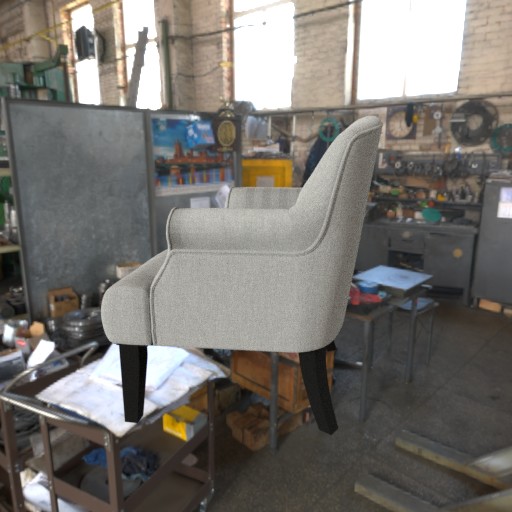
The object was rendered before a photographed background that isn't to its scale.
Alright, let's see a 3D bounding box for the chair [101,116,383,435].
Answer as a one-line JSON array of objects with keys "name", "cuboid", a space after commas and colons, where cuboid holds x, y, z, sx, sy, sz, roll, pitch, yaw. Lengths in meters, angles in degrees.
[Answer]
[{"name": "chair", "cuboid": [0.000, 0.000, 1.476, 0.755, 0.880, 0.772, 2, 14, 9]}]
